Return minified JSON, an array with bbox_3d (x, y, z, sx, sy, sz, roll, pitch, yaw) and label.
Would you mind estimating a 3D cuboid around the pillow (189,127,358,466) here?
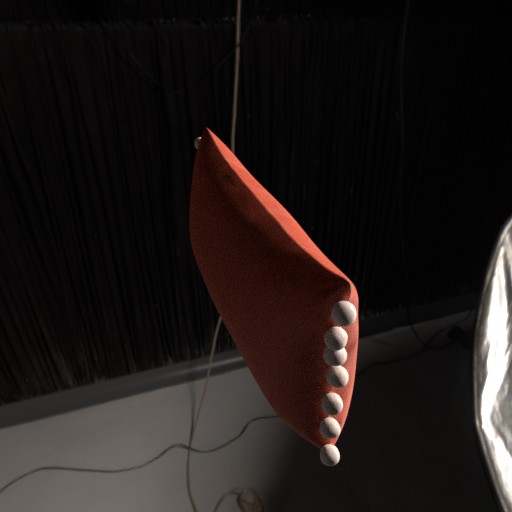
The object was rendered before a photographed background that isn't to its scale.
[{"bbox_3d":[0.000,0.000,0.841,0.201,0.322,0.709,-11,33,-17],"label":"pillow"}]
